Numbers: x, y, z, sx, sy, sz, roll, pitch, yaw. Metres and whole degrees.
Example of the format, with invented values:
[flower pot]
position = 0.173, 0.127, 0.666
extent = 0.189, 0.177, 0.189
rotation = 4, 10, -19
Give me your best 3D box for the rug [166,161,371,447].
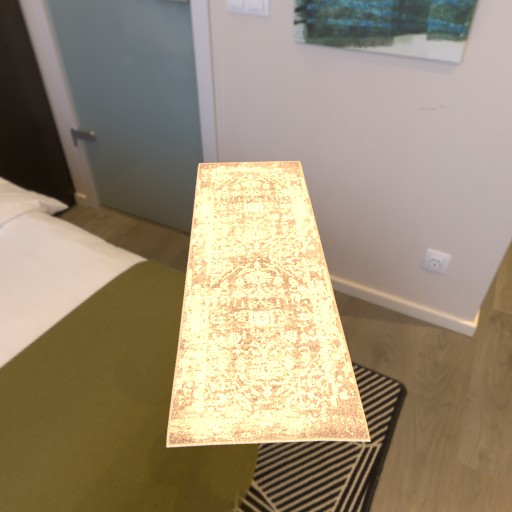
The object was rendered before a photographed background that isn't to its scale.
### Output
[rug]
position = 0.000, 0.000, 2.768
extent = 0.855, 0.017, 2.452
rotation = -2, 40, -2
